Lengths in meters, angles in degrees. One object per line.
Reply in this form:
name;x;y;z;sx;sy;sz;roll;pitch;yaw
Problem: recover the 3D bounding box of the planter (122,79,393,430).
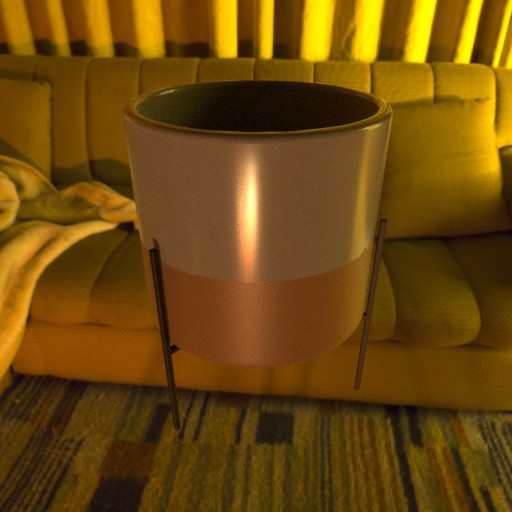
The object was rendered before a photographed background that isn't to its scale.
planter;0.000;0.000;0.705;0.348;0.480;0.360;-8;31;-13
